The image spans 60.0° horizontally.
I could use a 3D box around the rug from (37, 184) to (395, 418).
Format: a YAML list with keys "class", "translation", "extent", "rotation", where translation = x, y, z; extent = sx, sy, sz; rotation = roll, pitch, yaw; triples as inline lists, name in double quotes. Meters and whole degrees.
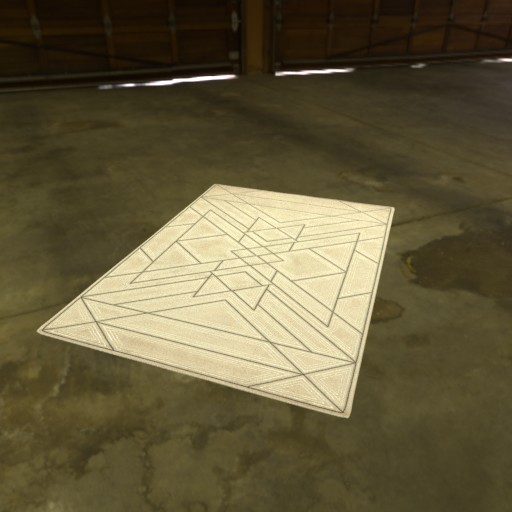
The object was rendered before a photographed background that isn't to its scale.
- class: "rug"
  translation: [0.000, 0.000, 4.454]
  extent: [2.436, 0.026, 3.381]
  rotation: [10, 32, 17]
